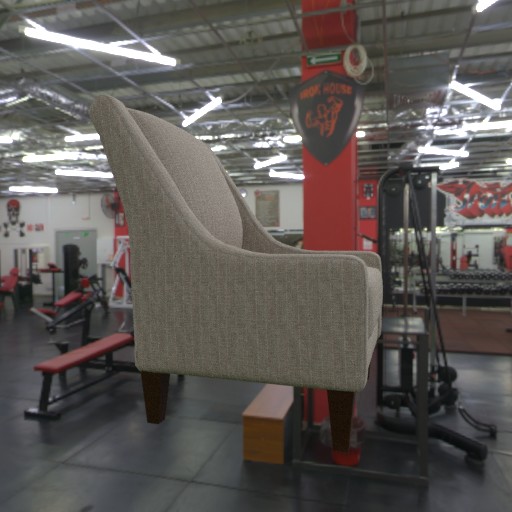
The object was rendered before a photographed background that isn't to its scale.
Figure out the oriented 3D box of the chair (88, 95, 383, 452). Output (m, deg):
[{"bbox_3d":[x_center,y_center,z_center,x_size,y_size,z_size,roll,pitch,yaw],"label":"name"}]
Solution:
[{"bbox_3d":[0.000,0.000,1.607,0.870,1.014,0.774,0,2,19],"label":"chair"}]
